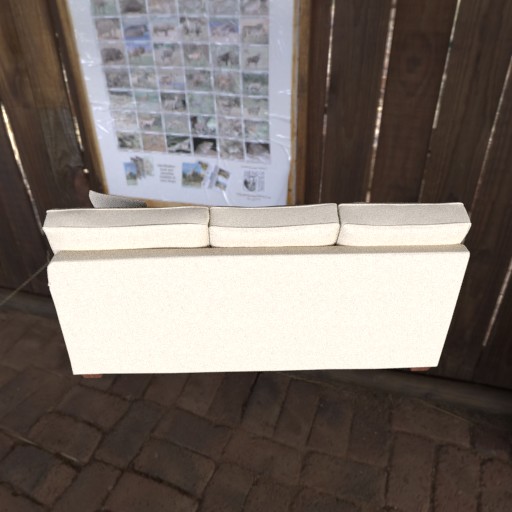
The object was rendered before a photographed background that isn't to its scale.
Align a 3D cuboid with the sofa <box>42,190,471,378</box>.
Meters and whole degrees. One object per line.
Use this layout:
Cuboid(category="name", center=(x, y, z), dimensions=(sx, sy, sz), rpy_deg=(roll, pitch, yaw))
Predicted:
Cuboid(category="sofa", center=(0.000, 0.000, 2.573), dimensions=(1.963, 0.946, 1.034), rpy_deg=(-1, 30, -1))
